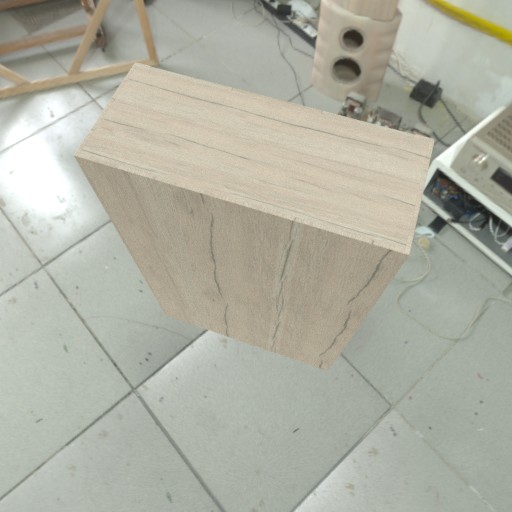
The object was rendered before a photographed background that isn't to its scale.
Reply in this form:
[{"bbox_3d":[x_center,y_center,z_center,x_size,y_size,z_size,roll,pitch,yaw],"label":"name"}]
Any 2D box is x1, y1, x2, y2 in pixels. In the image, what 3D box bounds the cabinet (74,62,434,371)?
[{"bbox_3d":[0.000,0.000,2.783,1.400,2.070,0.580,17,65,8],"label":"cabinet"}]
